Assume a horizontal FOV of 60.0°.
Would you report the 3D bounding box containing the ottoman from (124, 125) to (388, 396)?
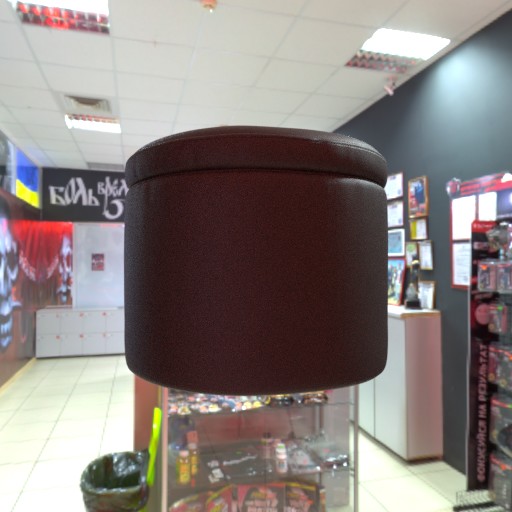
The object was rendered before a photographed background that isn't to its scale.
[{"bbox_3d":[0.000,0.000,0.874,0.500,0.409,0.500,0,-1,0],"label":"ottoman"}]
